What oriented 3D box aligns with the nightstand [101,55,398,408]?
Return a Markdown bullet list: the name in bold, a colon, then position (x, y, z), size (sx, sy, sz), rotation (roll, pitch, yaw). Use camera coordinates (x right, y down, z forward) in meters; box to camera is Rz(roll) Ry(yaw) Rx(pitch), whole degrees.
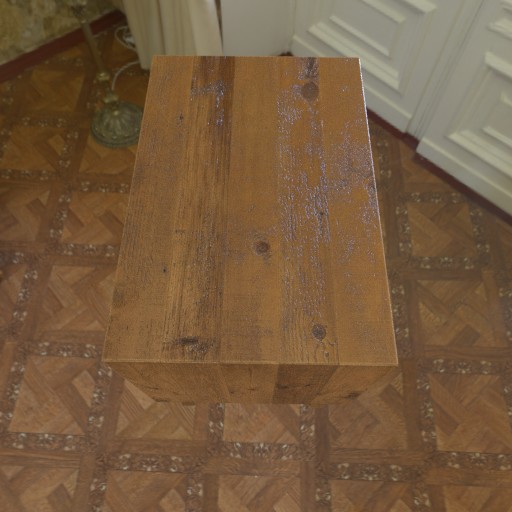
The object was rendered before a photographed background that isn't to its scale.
- **nightstand**: position (0.000, 0.000, 1.063), size (0.450, 0.599, 0.650), rotation (1, 64, 0)
